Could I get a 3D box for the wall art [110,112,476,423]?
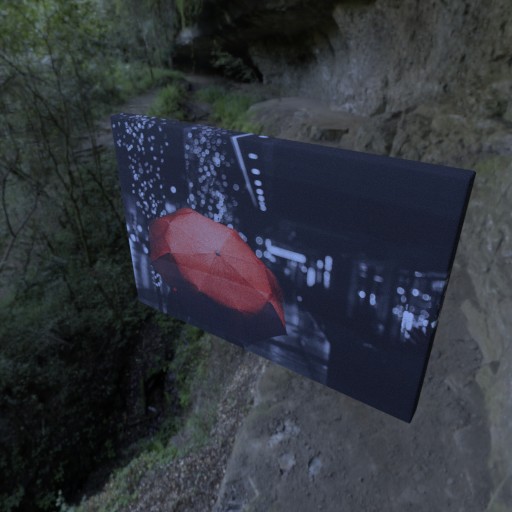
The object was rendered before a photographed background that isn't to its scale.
[{"bbox_3d":[0.000,0.000,0.762,0.609,0.406,0.037,18,34,29],"label":"wall art"}]
